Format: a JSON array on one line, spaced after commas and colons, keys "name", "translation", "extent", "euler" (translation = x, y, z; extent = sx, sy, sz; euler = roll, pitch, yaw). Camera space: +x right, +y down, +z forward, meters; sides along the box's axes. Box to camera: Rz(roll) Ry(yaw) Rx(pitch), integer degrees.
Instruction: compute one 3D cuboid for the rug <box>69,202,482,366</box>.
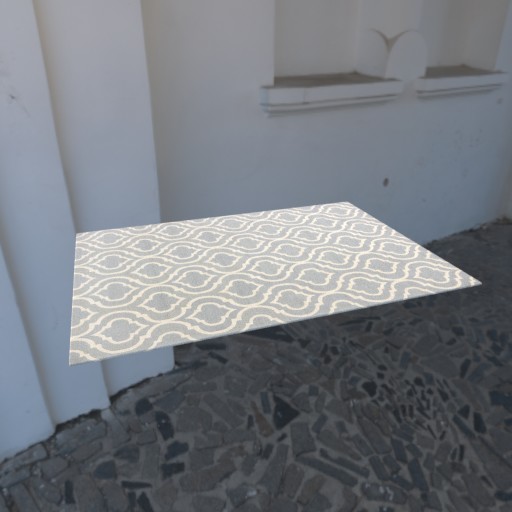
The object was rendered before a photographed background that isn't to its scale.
[{"name": "rug", "translation": [0.000, 0.000, 2.698], "extent": [2.080, 0.010, 1.451], "euler": [-8, 27, -17]}]
